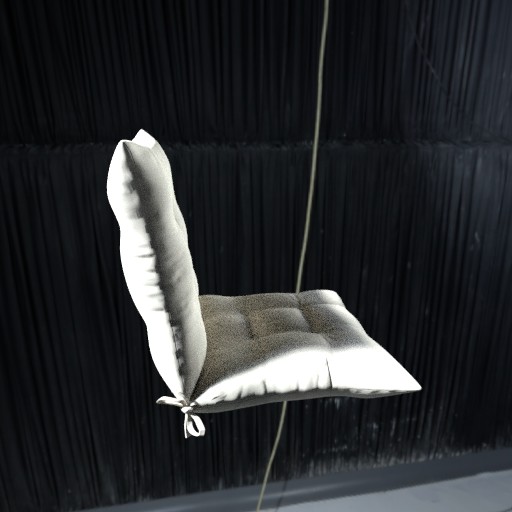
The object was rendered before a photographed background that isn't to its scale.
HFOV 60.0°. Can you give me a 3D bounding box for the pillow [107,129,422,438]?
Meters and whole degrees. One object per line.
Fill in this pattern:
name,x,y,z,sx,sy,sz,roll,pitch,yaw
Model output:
pillow,0.000,0.000,0.996,0.585,0.536,0.541,-3,18,-10
